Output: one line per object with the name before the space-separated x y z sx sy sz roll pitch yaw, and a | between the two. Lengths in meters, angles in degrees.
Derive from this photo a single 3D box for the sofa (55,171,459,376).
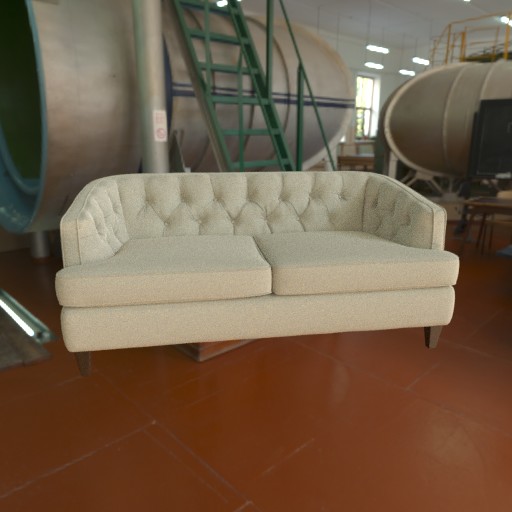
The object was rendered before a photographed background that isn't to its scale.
sofa | 0.000 0.000 2.281 1.733 0.855 0.941 -2 16 -9
